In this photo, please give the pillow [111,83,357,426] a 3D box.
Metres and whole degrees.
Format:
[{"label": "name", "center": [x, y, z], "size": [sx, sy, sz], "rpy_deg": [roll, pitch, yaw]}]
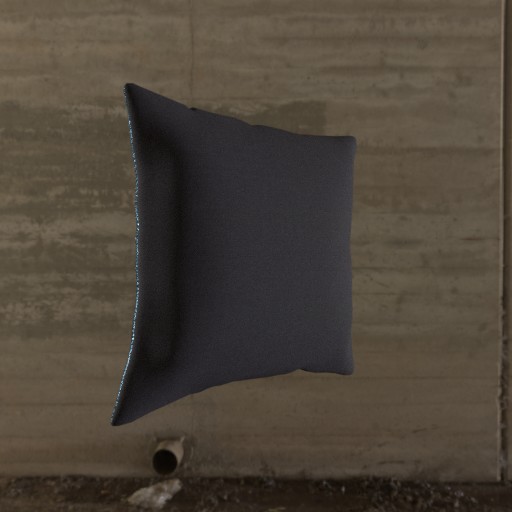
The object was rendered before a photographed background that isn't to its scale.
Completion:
[{"label": "pillow", "center": [0.000, 0.000, 0.666], "size": [0.436, 0.430, 0.138], "rpy_deg": [-1, 1, -36]}]
